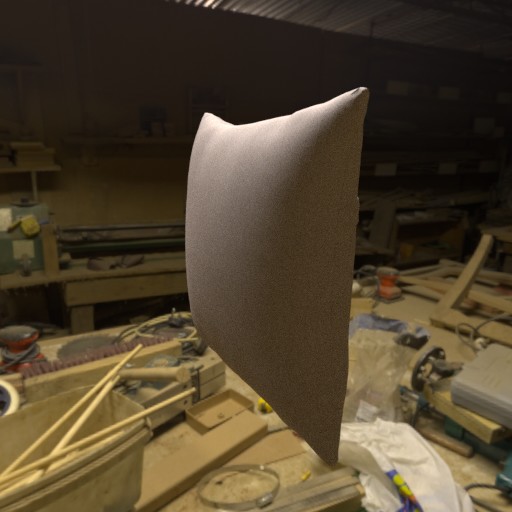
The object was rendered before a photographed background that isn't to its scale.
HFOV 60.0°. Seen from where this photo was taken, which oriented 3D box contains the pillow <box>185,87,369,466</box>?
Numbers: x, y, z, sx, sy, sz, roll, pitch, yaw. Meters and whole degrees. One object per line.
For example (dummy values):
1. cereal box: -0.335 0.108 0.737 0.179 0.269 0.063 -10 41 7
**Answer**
1. pillow: 0.000 0.000 0.668 0.173 0.436 0.433 -7 16 -27
